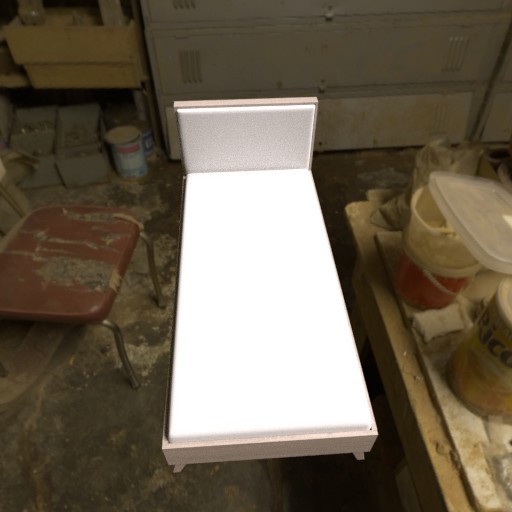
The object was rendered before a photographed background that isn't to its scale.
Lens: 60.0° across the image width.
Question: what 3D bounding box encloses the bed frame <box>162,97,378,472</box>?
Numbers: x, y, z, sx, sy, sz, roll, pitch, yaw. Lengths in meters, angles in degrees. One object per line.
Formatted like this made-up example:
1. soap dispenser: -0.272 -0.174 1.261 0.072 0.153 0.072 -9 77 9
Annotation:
1. bed frame: 0.000 0.000 2.679 0.990 0.920 2.140 -3 46 -3
